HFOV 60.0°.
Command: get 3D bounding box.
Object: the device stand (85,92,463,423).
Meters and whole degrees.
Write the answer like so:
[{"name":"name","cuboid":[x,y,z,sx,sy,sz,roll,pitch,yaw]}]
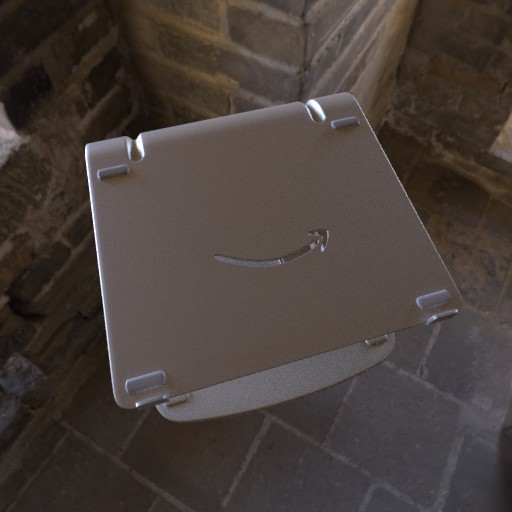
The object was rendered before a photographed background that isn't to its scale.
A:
[{"name":"device stand","cuboid":[0.000,0.000,0.399,0.256,0.155,0.236,-14,59,-9]}]
